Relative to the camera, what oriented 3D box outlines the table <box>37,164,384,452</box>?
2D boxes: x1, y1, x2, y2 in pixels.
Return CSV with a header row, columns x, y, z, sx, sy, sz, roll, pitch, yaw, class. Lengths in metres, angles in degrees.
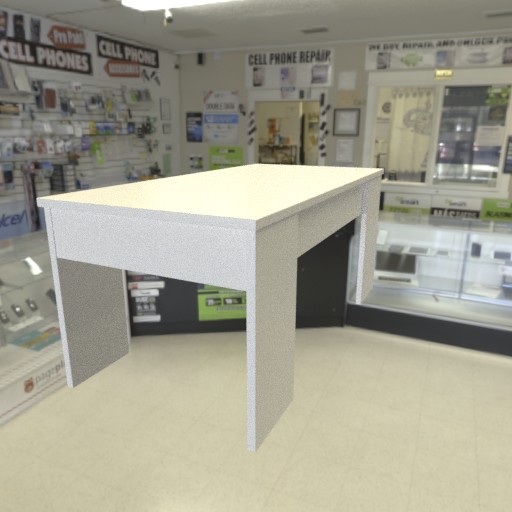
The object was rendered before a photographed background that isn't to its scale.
x,y,z,sx,sy,sz,roll,pitch,yaw,class
0.000,0.000,1.284,0.500,0.440,1.000,8,18,25,table
